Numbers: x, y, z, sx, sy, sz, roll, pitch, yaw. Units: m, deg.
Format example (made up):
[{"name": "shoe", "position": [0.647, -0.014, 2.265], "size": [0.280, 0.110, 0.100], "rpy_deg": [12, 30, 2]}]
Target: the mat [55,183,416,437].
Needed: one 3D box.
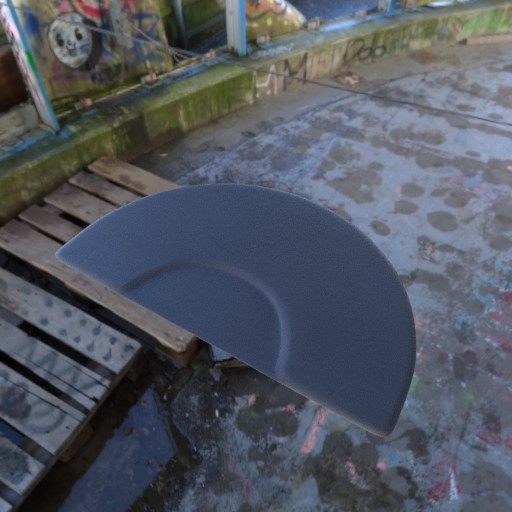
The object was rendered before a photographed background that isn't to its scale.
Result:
[{"name": "mat", "position": [0.000, 0.000, 1.911], "size": [1.525, 0.016, 0.917], "rpy_deg": [24, 52, 21]}]
